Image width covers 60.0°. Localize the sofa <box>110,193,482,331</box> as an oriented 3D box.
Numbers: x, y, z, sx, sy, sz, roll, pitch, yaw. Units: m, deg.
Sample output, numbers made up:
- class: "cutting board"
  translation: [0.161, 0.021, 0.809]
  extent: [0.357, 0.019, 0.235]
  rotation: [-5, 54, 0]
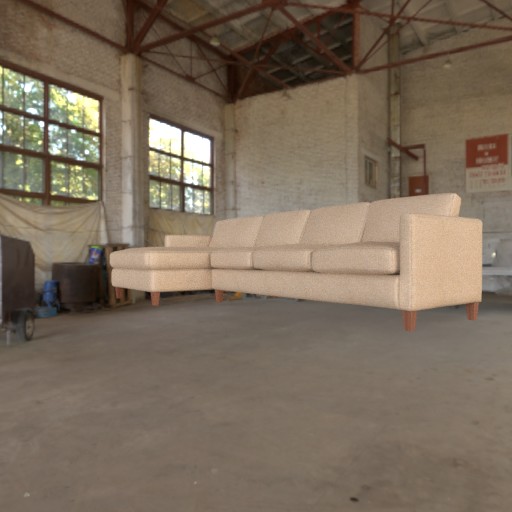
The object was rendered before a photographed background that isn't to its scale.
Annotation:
- class: "sofa"
  translation: [0.000, 0.000, 3.825]
  extent: [1.502, 0.876, 3.201]
  rotation: [0, 0, -37]
